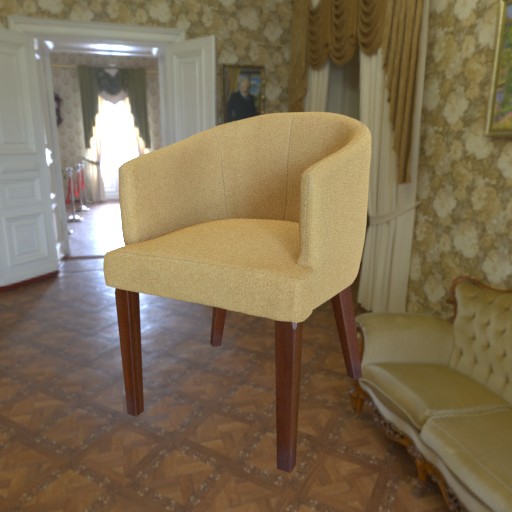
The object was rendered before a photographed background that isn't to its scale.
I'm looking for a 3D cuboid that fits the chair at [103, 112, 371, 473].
[{"bbox_3d":[0.000,0.000,1.252,0.583,0.811,0.655,7,16,26],"label":"chair"}]
